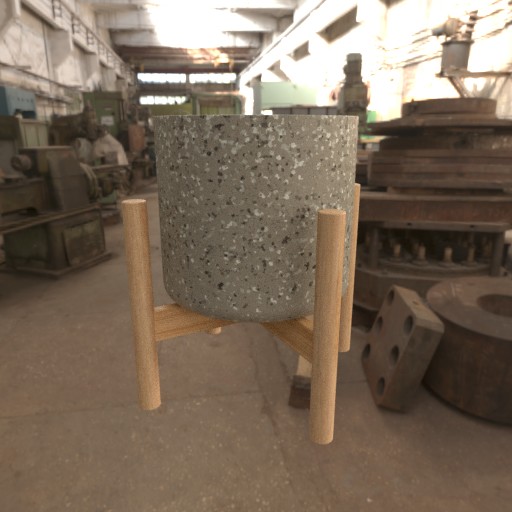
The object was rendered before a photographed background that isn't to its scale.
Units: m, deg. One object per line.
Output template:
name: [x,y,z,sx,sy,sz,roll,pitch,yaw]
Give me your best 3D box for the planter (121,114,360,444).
planter: [0.000,0.000,0.535,0.284,0.320,0.284,-2,16,-6]
